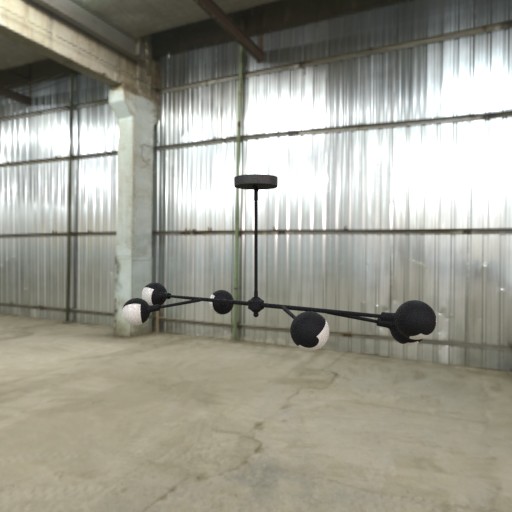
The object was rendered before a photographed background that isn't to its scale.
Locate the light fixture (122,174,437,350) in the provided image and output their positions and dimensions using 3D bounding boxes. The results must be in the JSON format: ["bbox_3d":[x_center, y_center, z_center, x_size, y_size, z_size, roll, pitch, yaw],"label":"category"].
[{"bbox_3d":[0.000,0.000,1.028,0.434,0.362,0.778,0,1,-36],"label":"light fixture"}]
